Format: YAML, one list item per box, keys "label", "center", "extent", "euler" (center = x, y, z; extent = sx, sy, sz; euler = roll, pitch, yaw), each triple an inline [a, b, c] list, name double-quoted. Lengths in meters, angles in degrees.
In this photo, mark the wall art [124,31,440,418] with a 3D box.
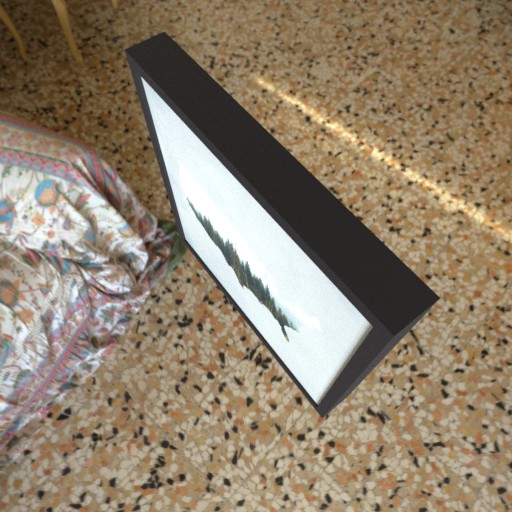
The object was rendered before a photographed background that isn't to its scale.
- label: "wall art"
  center: [0.000, 0.000, 0.443]
  extent: [0.038, 0.304, 0.304]
  euler: [-34, 67, -17]
